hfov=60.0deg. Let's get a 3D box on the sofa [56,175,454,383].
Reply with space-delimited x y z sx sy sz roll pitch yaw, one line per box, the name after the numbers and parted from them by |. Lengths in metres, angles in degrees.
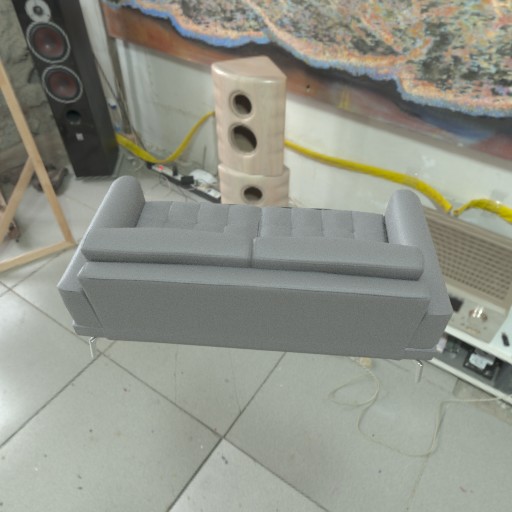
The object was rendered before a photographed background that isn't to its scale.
0.000 0.000 2.822 2.177 0.930 1.121 3 45 3 | sofa
